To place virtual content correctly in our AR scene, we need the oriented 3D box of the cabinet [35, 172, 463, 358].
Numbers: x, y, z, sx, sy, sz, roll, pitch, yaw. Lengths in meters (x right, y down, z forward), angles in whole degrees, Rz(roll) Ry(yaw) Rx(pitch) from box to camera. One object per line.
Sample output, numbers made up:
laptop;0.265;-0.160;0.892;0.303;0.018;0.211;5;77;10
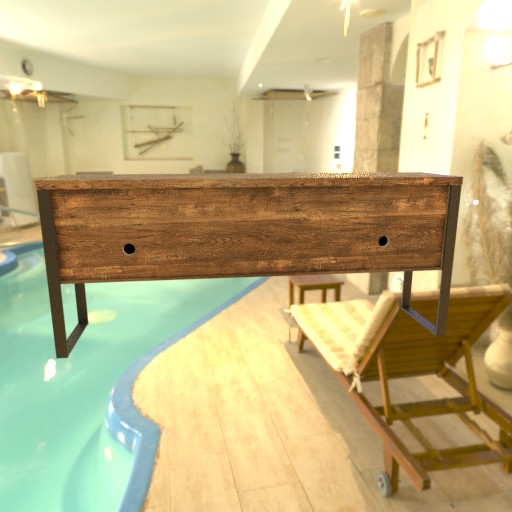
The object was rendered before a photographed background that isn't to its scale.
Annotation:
cabinet;0.000;0.000;2.131;1.800;0.762;0.395;-2;14;-7
